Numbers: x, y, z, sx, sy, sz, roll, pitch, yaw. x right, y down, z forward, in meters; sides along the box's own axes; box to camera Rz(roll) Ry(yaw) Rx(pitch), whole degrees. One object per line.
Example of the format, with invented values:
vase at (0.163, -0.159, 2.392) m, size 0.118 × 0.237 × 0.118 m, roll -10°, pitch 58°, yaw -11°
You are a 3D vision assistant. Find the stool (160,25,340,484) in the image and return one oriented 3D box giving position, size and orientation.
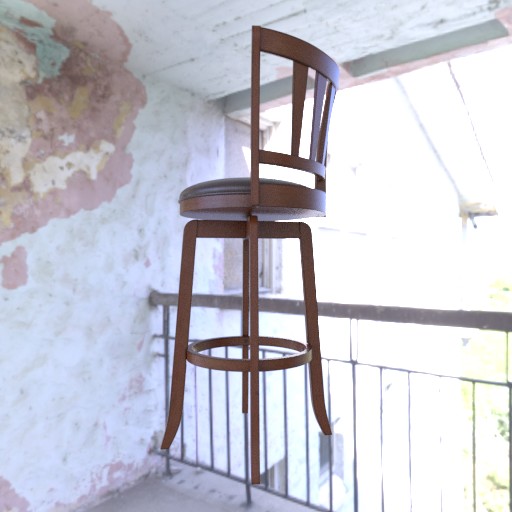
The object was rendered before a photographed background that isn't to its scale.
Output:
stool at (0.000, 0.000, 1.402) m, size 0.503 × 1.177 × 0.464 m, roll 0°, pitch -1°, yaw 37°
